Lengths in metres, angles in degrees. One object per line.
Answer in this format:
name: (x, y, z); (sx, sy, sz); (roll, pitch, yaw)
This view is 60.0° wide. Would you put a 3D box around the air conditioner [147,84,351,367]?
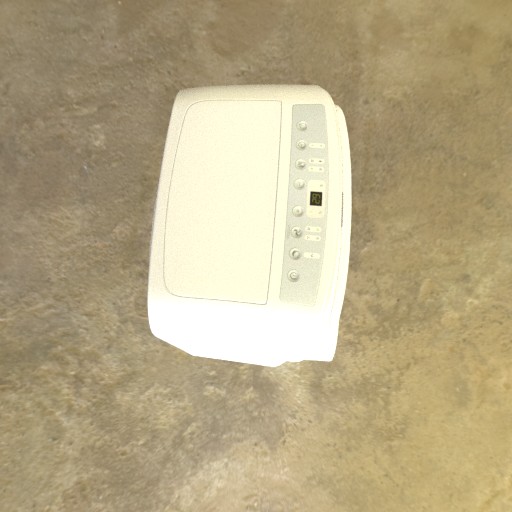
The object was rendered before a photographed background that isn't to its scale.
air conditioner: (0.000, 0.000, 0.962); (0.365, 0.700, 0.454); (4, 76, 1)
